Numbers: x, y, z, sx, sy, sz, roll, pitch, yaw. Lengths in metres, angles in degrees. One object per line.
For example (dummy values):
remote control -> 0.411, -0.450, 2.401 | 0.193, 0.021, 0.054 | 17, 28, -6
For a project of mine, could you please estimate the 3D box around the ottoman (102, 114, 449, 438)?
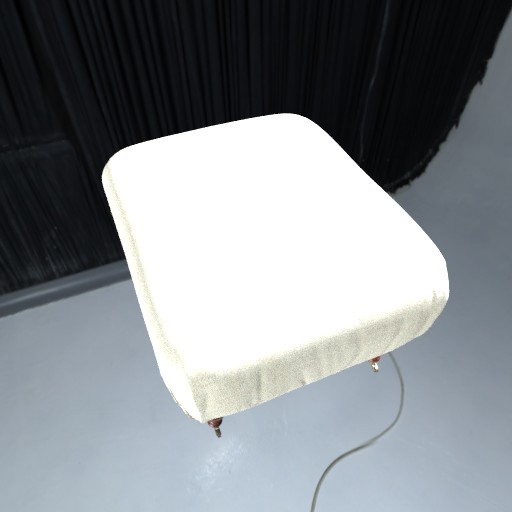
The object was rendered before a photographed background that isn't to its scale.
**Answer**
ottoman -> 0.000, 0.000, 1.141 | 0.622, 0.450, 0.747 | -17, 48, -16
